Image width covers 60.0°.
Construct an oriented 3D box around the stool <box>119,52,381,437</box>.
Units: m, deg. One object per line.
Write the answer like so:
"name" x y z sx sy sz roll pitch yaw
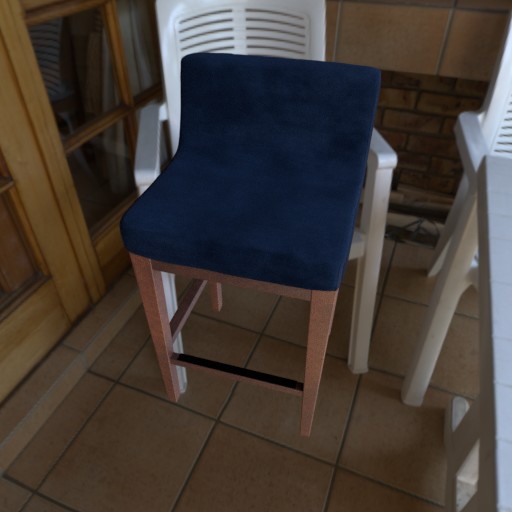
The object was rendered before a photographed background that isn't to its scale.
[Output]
"stool" 0.000 0.000 1.249 0.511 0.945 0.516 10 41 12
